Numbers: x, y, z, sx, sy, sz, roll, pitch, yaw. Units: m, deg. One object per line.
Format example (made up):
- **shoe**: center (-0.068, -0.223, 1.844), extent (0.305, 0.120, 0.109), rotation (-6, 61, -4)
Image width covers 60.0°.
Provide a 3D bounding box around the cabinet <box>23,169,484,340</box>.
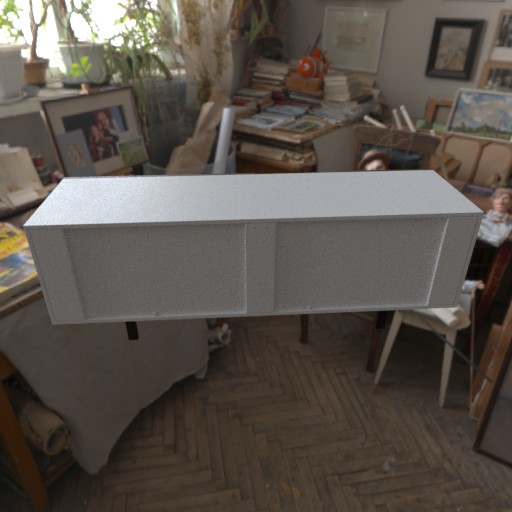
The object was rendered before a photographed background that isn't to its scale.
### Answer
- **cabinet**: center (0.000, 0.000, 1.758), extent (1.499, 0.533, 0.431), rotation (-2, 31, -3)
